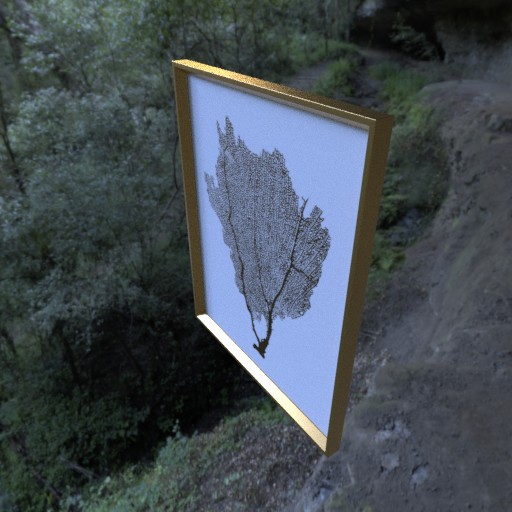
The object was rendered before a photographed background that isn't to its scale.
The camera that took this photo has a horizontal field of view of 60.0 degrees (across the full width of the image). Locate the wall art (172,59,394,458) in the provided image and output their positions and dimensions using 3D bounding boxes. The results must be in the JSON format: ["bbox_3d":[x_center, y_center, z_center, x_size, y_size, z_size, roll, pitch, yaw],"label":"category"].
[{"bbox_3d":[0.000,0.000,1.023,0.038,0.762,0.610,-21,38,-30],"label":"wall art"}]
